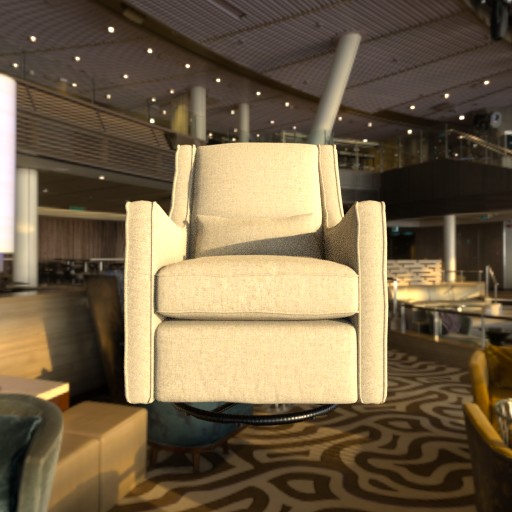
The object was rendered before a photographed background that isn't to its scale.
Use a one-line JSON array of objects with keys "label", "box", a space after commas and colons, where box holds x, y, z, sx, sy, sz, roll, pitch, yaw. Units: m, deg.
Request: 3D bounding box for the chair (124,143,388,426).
[{"label": "chair", "box": [0.000, 0.000, 1.623, 0.732, 0.993, 0.879, 0, -1, 0]}]
